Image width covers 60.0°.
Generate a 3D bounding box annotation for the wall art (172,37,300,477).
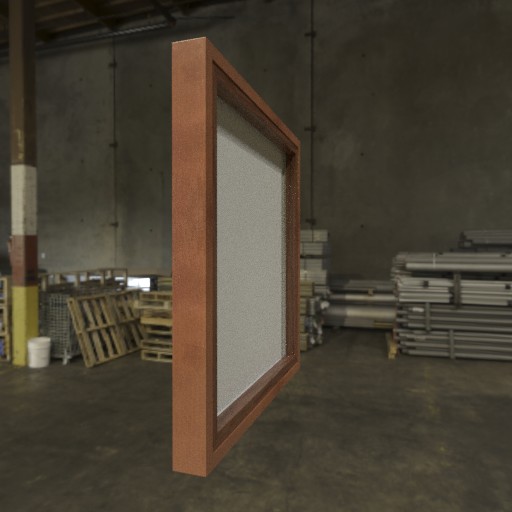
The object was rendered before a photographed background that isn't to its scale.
[{"bbox_3d":[0.000,0.000,0.602,0.035,0.403,0.403,0,1,18],"label":"wall art"}]
